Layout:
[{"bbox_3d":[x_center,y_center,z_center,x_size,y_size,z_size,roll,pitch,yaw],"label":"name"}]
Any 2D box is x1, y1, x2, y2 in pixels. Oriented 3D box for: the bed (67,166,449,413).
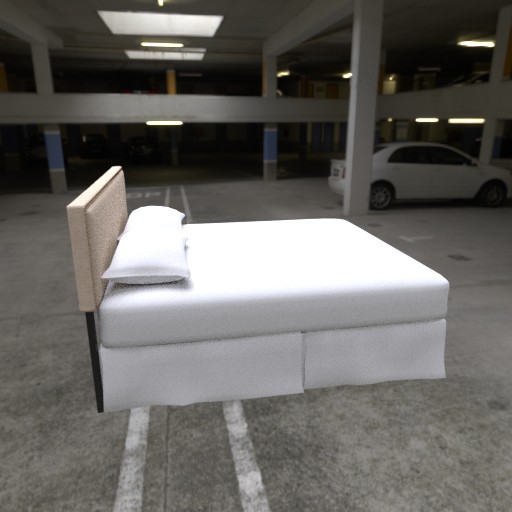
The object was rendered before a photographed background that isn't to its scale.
[{"bbox_3d":[0.000,0.000,2.864,1.876,1.016,1.616,-3,18,-10],"label":"bed"}]
